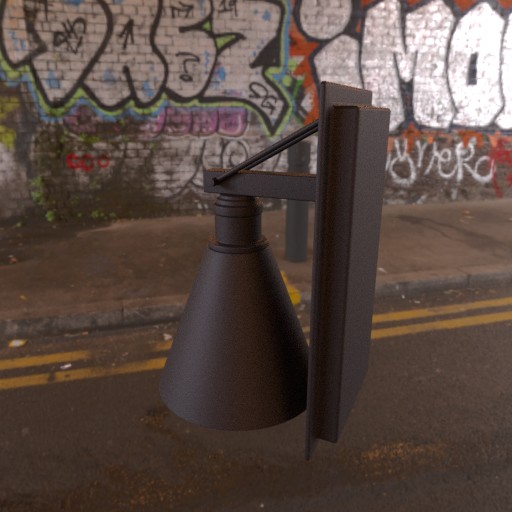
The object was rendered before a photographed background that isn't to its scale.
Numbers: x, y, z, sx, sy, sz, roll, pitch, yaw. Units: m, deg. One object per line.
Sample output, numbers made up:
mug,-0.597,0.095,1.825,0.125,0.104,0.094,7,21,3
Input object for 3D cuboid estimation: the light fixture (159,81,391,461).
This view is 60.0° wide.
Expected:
light fixture,0.000,0.000,0.423,0.207,0.298,0.170,8,20,24
